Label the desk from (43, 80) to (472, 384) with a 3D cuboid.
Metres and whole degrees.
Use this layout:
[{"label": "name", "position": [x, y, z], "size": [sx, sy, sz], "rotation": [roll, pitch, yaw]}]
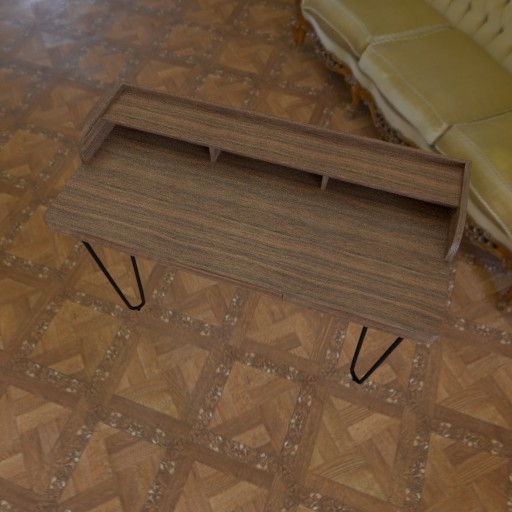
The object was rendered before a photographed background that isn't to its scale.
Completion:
[{"label": "desk", "position": [0.000, 0.000, 1.669], "size": [1.200, 0.854, 0.565], "rotation": [16, 60, 10]}]
